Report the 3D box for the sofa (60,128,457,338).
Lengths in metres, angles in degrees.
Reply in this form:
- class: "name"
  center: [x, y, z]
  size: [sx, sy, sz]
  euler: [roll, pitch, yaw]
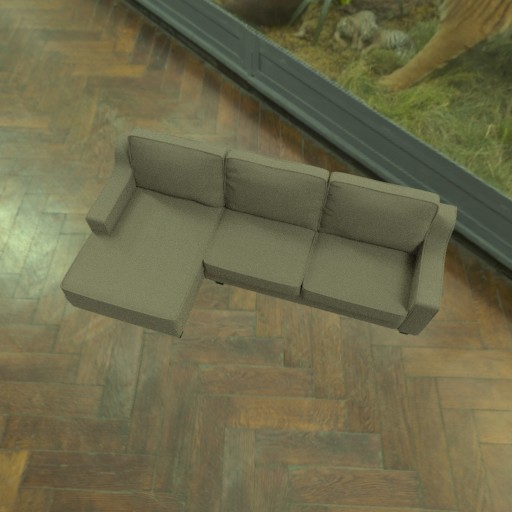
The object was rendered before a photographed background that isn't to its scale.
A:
- class: "sofa"
  center: [0.000, 0.000, 3.216]
  size: [2.561, 0.928, 1.294]
  euler: [14, 60, 9]
